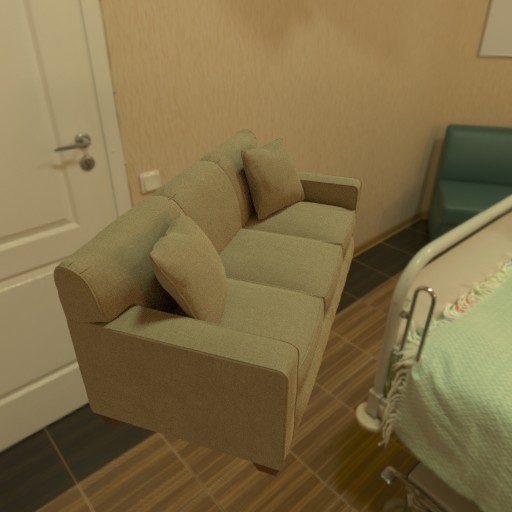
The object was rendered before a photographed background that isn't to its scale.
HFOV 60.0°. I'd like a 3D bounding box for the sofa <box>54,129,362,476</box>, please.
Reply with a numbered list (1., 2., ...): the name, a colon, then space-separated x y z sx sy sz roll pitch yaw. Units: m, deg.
1. sofa: 0.000 0.000 2.581 0.997 0.958 2.024 10 32 16
